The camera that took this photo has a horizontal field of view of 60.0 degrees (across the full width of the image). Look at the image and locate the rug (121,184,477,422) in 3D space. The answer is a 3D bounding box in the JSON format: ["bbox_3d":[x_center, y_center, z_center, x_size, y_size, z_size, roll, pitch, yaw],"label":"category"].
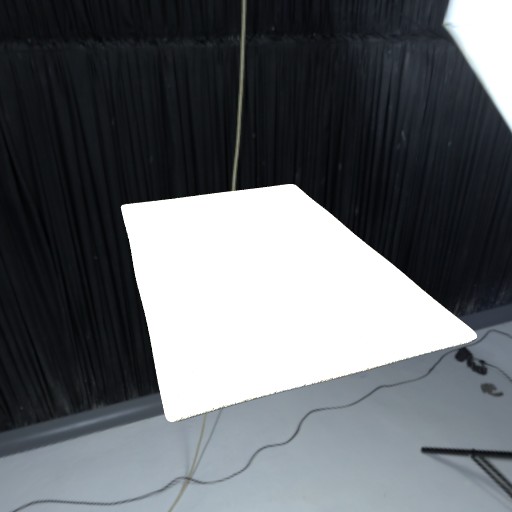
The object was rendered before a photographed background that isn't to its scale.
[{"bbox_3d":[0.000,0.000,3.395,1.798,0.025,2.698,-10,31,-17],"label":"rug"}]
